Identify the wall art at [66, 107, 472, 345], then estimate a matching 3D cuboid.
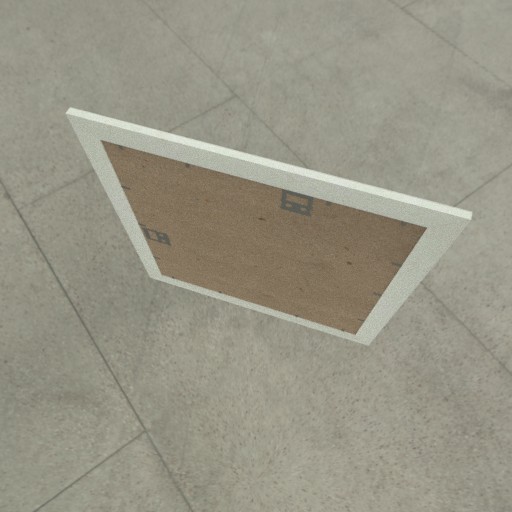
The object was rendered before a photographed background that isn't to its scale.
[{"bbox_3d":[0.000,0.000,0.874,0.584,0.584,0.013,16,64,8],"label":"wall art"}]
